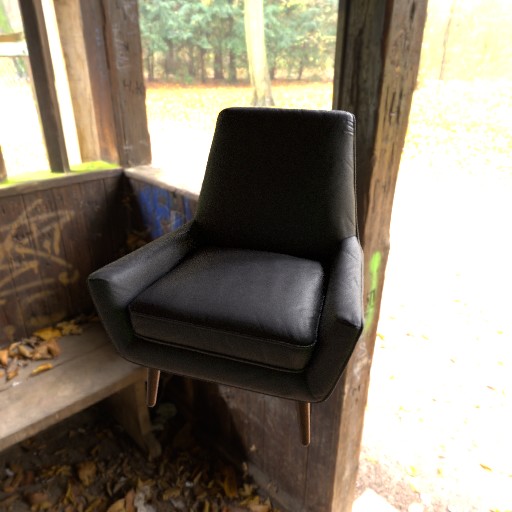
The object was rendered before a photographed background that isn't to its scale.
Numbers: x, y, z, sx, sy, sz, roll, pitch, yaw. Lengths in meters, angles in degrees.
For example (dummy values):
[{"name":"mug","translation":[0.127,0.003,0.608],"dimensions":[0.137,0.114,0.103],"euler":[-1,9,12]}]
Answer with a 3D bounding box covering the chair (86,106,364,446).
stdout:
[{"name":"chair","translation":[0.000,0.000,1.510],"dimensions":[0.787,0.888,0.822],"euler":[8,26,16]}]
